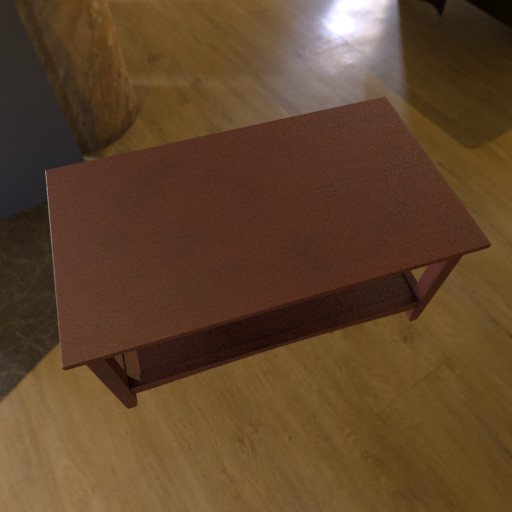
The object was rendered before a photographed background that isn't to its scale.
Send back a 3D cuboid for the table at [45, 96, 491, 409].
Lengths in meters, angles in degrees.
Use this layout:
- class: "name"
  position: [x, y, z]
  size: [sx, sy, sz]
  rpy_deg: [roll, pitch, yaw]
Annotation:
- class: "table"
  position: [0.000, 0.000, 1.245]
  size: [0.943, 0.456, 0.533]
  rpy_deg: [-15, 59, -9]
